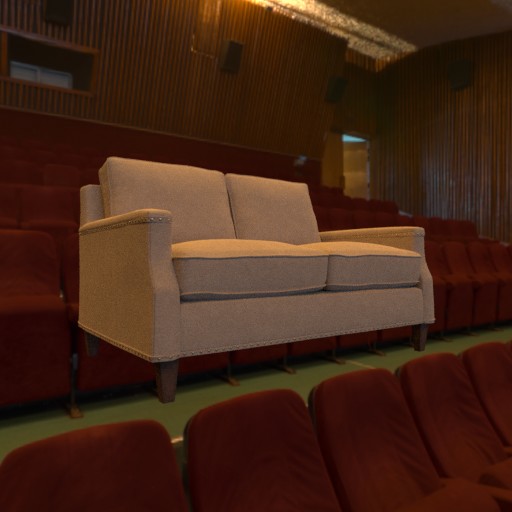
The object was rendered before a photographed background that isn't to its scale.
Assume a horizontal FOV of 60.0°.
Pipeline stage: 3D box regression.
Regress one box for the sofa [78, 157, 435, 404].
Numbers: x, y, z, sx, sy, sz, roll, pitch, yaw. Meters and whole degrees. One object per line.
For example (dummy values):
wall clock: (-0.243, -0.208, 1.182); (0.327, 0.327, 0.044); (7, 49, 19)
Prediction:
sofa: (0.000, 0.000, 2.312); (1.597, 1.002, 1.084); (0, -1, -36)
